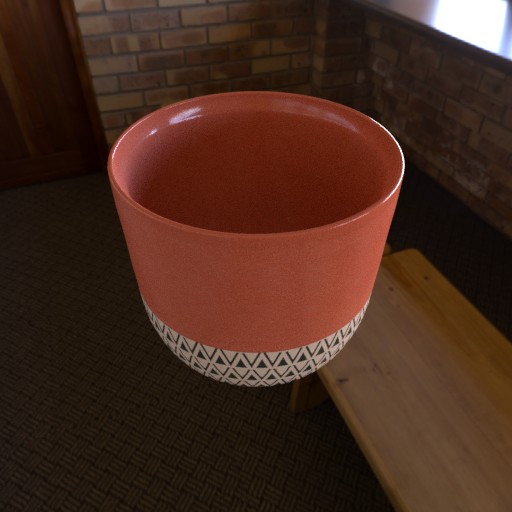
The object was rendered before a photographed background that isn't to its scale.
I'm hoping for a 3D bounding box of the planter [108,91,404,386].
[{"bbox_3d":[0.000,0.000,0.497,0.266,0.270,0.266,0,42,0],"label":"planter"}]
